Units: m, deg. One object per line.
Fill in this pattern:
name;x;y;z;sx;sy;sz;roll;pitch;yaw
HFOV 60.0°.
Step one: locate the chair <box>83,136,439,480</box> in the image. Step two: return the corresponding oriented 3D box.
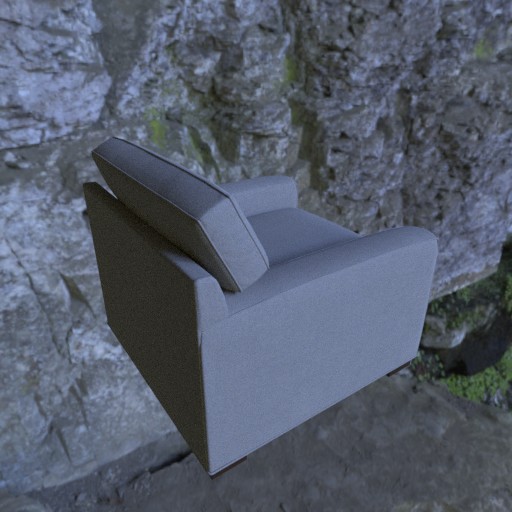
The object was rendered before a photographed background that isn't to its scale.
chair;0.000;0.000;1.825;1.044;0.934;0.999;-17;31;-30
